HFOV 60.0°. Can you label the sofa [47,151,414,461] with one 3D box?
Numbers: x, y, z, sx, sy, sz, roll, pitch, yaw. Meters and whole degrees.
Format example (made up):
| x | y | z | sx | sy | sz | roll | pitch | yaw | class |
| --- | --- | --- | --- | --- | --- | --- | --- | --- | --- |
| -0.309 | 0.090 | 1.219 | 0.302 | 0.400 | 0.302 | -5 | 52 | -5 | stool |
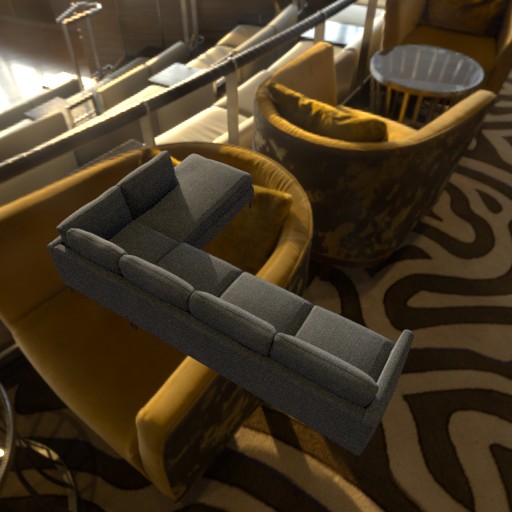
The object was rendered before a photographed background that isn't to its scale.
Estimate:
| x | y | z | sx | sy | sz | roll | pitch | yaw | class |
| --- | --- | --- | --- | --- | --- | --- | --- | --- | --- |
| 0.000 | 0.000 | 3.892 | 2.949 | 0.815 | 2.007 | 24 | 50 | 22 | sofa |
